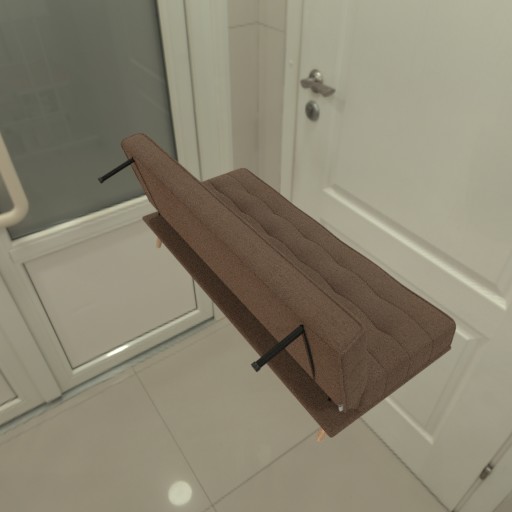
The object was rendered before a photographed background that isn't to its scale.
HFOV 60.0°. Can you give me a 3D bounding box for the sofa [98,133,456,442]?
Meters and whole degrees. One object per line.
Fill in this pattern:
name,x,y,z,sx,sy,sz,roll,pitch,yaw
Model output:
sofa,0.000,0.000,2.332,1.038,0.810,1.820,-25,47,-26
